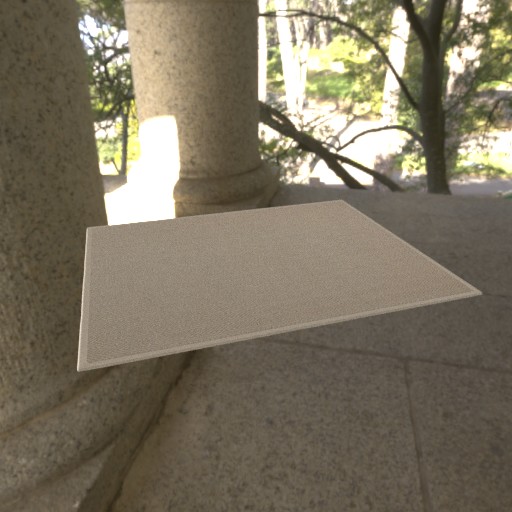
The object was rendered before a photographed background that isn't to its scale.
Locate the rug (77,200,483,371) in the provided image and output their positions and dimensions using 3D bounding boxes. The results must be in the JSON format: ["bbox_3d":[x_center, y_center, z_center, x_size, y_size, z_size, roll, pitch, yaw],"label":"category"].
[{"bbox_3d":[0.000,0.000,4.148,3.051,0.020,2.407,-8,27,-16],"label":"rug"}]
